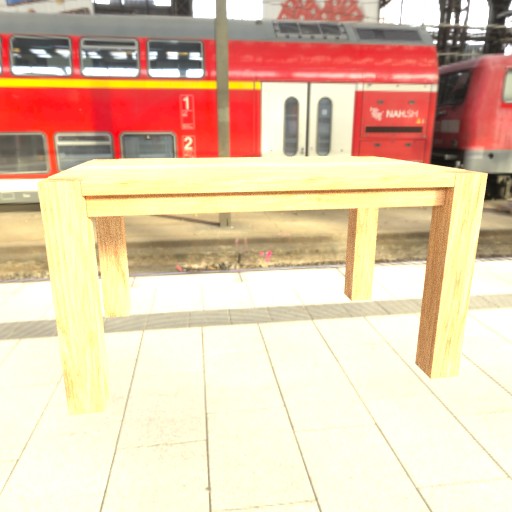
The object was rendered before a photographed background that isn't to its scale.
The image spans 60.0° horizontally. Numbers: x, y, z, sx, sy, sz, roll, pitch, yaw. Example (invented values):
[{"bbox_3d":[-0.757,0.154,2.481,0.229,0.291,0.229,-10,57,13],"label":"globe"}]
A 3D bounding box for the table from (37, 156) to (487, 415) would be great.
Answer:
[{"bbox_3d":[0.000,0.000,1.882,1.400,0.760,0.900,-3,17,-9],"label":"table"}]
